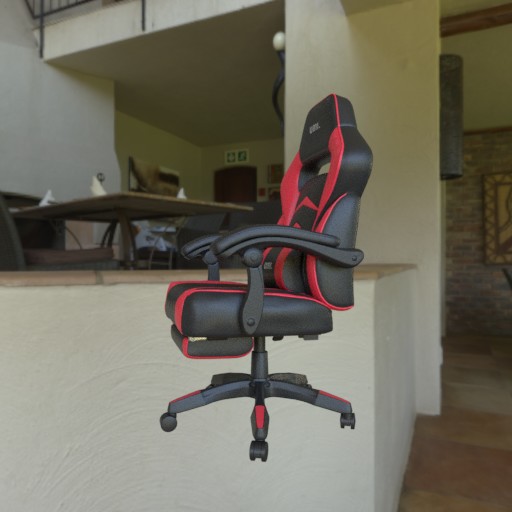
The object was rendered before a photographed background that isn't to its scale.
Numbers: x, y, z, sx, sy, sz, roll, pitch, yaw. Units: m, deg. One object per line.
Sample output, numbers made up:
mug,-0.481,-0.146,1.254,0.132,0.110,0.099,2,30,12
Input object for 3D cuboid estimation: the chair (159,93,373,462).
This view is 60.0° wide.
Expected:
chair,0.000,0.000,1.651,0.700,1.220,0.700,0,0,-18
